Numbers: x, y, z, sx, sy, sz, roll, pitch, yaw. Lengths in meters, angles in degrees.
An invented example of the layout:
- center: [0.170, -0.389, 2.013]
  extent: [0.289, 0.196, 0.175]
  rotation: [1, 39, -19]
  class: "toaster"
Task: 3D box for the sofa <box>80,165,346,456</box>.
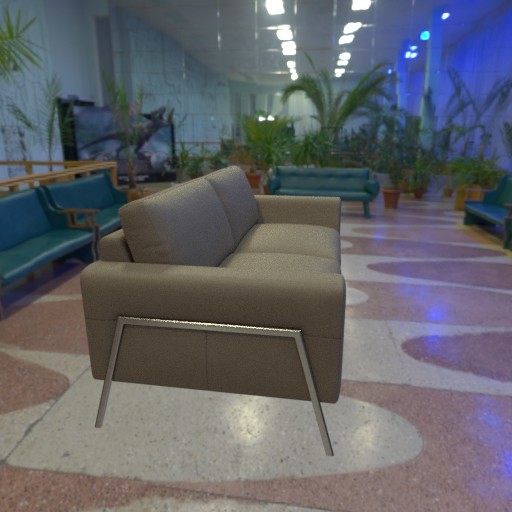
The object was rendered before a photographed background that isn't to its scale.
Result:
- center: [0.000, 0.000, 2.493]
  extent: [0.953, 0.875, 2.017]
  rotation: [3, 16, 10]
  class: "sofa"
